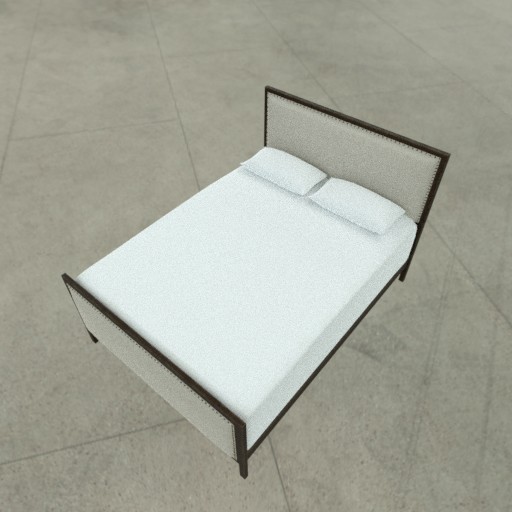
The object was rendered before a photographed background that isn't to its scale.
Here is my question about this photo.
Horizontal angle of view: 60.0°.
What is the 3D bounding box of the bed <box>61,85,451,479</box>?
[{"bbox_3d":[0.000,0.000,3.258,1.607,1.313,2.221,31,54,26],"label":"bed"}]
